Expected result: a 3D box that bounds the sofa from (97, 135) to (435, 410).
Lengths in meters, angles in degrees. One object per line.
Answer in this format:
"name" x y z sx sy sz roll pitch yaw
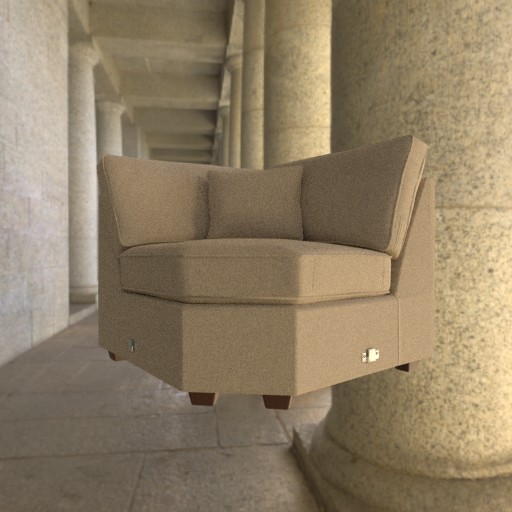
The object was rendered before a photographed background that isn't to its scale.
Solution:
"sofa" 0.000 0.000 1.861 1.050 0.937 1.042 -1 1 -37
